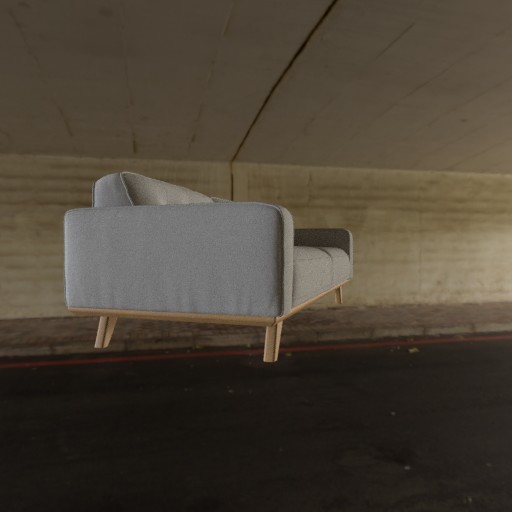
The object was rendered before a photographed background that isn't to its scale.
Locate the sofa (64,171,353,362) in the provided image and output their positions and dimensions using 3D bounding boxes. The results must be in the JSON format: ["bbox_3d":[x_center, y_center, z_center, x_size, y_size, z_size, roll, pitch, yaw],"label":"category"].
[{"bbox_3d":[0.000,0.000,2.727,0.956,0.781,2.270,0,1,18],"label":"sofa"}]
